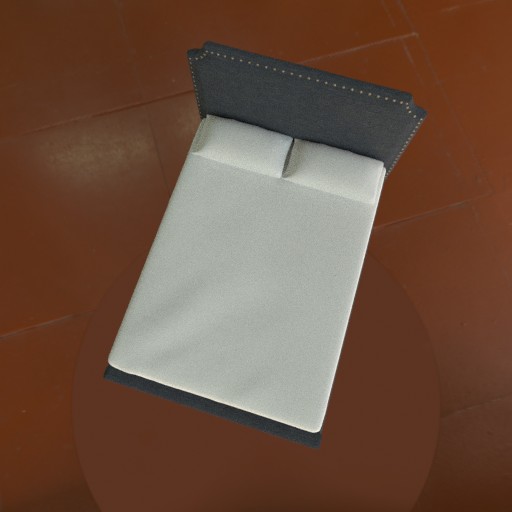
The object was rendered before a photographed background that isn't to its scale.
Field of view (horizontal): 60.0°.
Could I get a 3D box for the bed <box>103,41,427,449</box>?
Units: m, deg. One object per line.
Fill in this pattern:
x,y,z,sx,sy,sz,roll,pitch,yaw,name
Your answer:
0.000,0.000,3.318,1.713,1.443,2.372,17,75,5,bed
